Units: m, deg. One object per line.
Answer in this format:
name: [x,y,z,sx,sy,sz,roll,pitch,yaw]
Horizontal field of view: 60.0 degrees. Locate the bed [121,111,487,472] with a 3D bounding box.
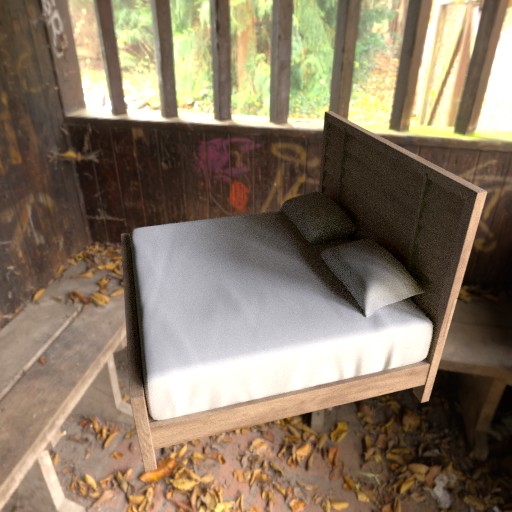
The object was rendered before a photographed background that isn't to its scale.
bed: [0.000,0.000,3.410,2.032,1.626,2.032,-8,31,-14]
